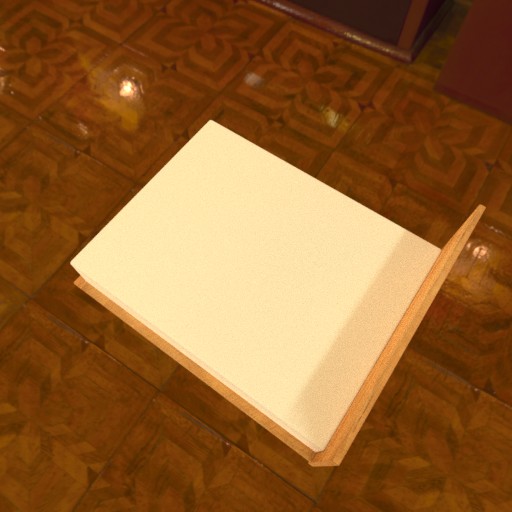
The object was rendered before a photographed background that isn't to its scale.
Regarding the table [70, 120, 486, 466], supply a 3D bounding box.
[{"bbox_3d":[0.000,0.000,3.073,2.149,1.041,1.707,33,69,15],"label":"table"}]
